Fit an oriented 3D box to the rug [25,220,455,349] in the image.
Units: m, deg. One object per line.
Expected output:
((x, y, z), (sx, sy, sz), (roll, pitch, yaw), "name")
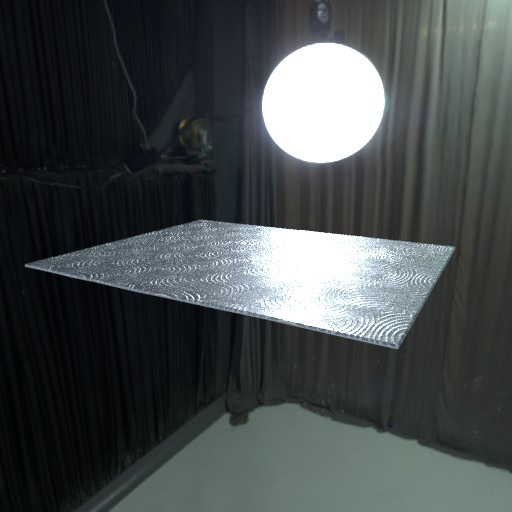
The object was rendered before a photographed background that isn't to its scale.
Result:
((0.000, 0.000, 3.983), (3.042, 0.021, 2.456), (8, 17, 29), "rug")
